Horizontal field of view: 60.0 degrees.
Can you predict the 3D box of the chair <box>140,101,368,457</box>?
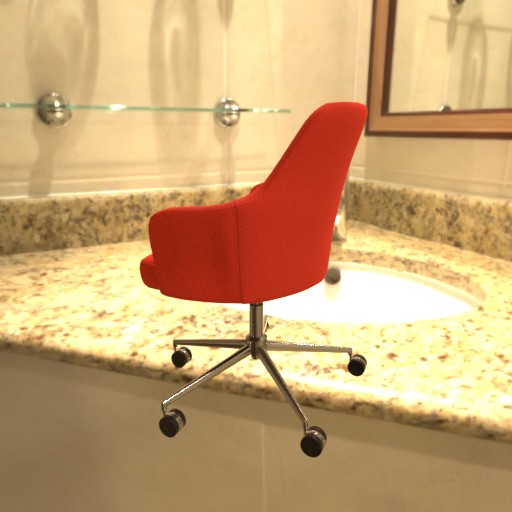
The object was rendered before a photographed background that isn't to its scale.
[{"bbox_3d":[0.000,0.000,1.266,0.600,0.820,0.655,8,18,24],"label":"chair"}]
